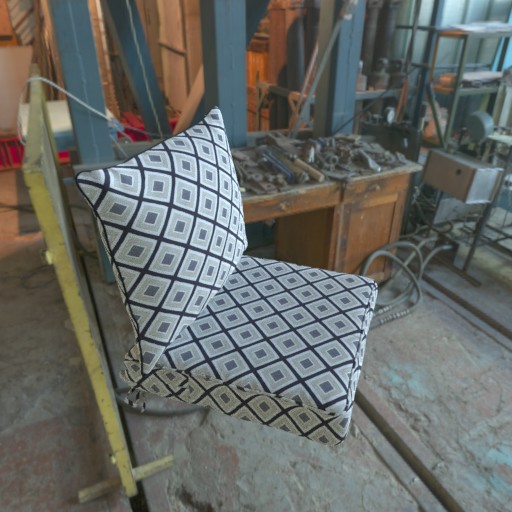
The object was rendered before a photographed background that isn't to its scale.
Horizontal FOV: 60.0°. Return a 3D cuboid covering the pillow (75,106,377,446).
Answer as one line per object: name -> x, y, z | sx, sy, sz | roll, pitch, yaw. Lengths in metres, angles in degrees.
pillow -> 0.000, 0.000, 1.367 | 0.733, 0.722, 0.798 | 10, 32, 17
